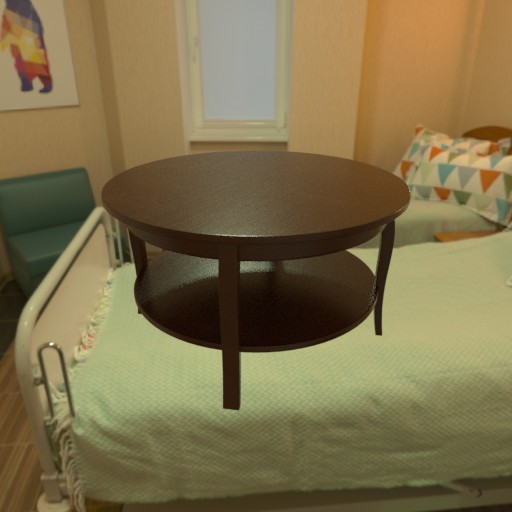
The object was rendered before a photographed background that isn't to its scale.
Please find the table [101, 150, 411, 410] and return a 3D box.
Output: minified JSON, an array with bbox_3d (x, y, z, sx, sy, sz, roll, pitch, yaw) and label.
[{"bbox_3d":[0.000,0.000,1.472,0.911,0.512,0.911,0,25,0],"label":"table"}]
